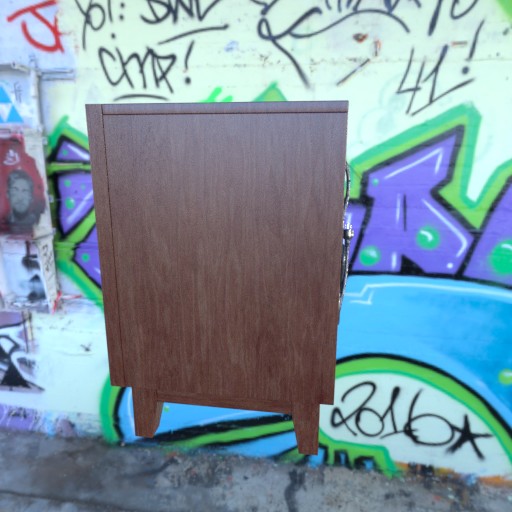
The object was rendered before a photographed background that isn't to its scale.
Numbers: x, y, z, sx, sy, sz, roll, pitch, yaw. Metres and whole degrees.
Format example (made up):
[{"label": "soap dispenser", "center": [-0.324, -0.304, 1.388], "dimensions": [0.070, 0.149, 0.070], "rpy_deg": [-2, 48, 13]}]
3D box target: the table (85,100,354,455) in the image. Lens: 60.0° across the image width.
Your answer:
[{"label": "table", "center": [0.000, 0.000, 0.994], "dimensions": [0.449, 0.609, 0.557], "rpy_deg": [2, 15, 9]}]
